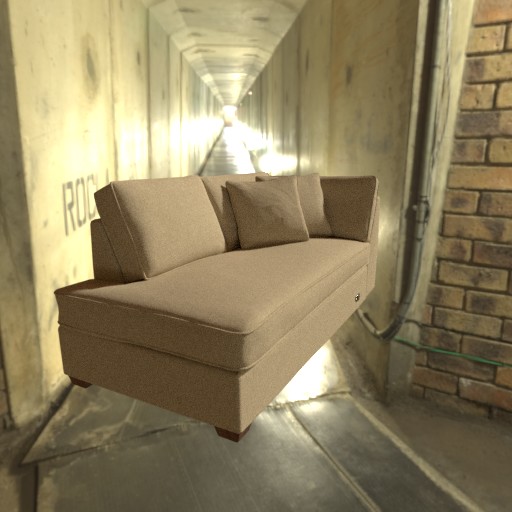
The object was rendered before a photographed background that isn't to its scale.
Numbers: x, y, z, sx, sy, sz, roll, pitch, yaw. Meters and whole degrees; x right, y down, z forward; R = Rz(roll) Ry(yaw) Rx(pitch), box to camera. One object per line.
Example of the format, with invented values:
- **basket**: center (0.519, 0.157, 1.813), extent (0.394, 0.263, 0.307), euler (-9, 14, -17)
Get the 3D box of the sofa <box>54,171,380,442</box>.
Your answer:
- **sofa**: center (0.000, 0.000, 2.855), extent (1.110, 1.033, 2.237), euler (7, 16, 28)
